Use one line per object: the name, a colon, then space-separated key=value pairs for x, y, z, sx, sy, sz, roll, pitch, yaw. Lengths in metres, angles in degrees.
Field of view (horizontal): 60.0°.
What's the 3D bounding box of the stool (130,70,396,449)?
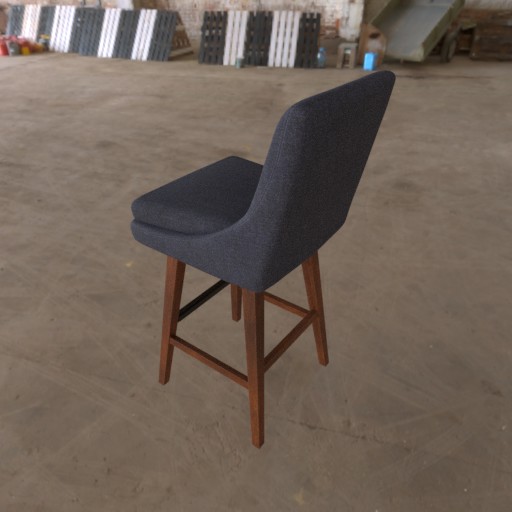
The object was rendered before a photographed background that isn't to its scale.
stool: x=0.000 y=0.000 z=1.356 sx=0.572 sy=1.068 sz=0.489 roll=22 pitch=39 yaw=30
